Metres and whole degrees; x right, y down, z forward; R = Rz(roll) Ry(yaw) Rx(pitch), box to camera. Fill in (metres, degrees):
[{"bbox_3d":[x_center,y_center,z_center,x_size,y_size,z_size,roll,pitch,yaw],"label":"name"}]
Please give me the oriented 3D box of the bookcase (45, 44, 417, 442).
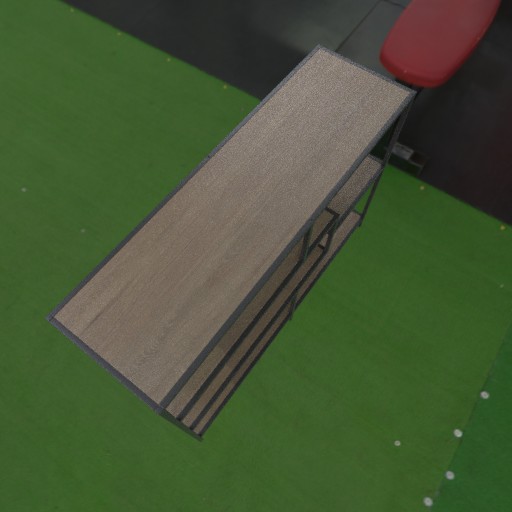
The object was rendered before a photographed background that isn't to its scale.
[{"bbox_3d":[0.000,0.000,1.512,0.350,0.780,1.140,34,68,16],"label":"bookcase"}]
